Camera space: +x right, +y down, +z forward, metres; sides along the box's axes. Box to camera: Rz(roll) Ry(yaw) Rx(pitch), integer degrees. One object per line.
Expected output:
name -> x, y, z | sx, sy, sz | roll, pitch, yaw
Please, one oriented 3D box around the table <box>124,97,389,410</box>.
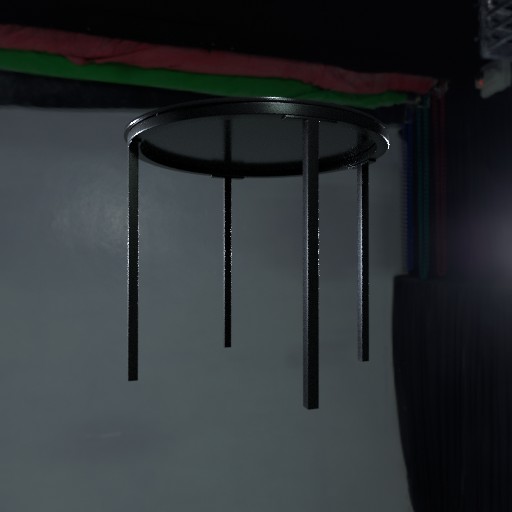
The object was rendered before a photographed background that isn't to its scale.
table -> 0.000, 0.000, 0.870 | 0.499, 0.443, 0.499 | 0, -1, 0
